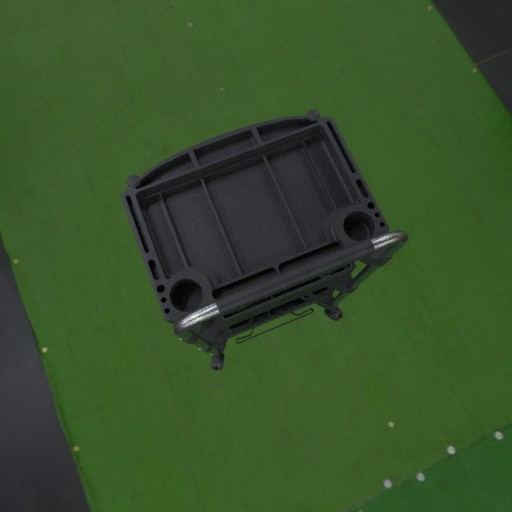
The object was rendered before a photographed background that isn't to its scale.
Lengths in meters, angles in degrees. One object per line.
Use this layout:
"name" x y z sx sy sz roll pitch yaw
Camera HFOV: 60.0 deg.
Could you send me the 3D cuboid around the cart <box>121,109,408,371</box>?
"cart" 0.000 0.000 1.384 0.584 1.075 0.518 -22 76 -6
